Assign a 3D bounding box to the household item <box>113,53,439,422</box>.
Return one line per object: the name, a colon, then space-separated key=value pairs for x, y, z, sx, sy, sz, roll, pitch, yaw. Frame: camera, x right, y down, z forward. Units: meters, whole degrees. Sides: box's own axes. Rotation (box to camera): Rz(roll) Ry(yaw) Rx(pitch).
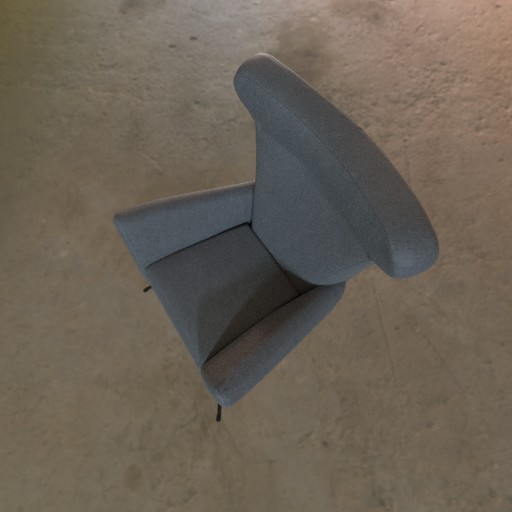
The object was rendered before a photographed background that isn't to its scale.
household item: x=0.000 y=0.000 z=1.777 sx=0.900 sy=1.050 sz=0.980 roll=-29 pitch=66 yaw=-14
